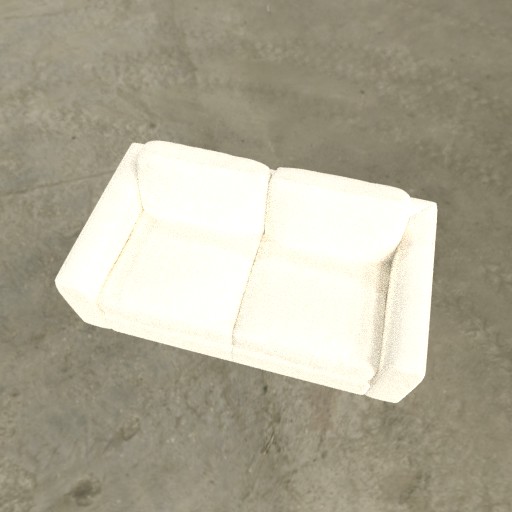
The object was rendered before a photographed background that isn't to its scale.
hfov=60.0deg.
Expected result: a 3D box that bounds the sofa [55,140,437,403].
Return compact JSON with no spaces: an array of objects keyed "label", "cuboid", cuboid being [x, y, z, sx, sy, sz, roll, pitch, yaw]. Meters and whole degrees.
[{"label":"sofa","cuboid":[0.000,0.000,2.540,1.920,0.801,1.069,13,60,8]}]
